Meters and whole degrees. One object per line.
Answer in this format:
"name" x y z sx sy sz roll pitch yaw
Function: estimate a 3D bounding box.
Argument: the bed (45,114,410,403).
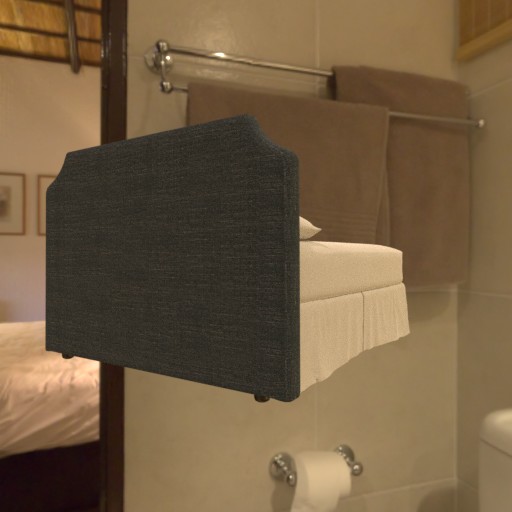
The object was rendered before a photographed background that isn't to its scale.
"bed" 0.000 0.000 3.257 1.828 1.297 2.208 0 0 34
